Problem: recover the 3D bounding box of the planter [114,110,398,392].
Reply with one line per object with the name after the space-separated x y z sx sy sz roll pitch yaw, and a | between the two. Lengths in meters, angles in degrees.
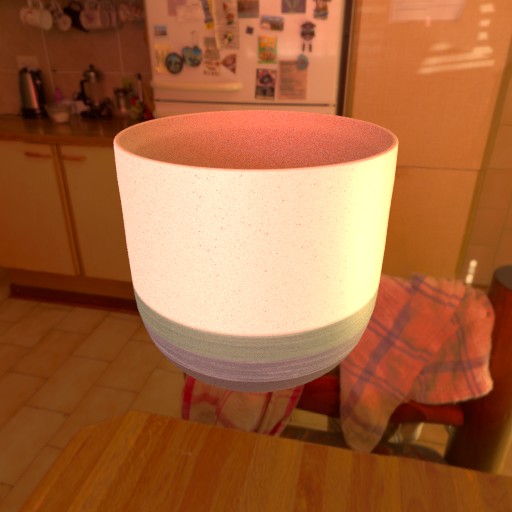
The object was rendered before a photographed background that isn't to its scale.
0.000 0.000 0.491 0.268 0.270 0.268 0 27 0 | planter
